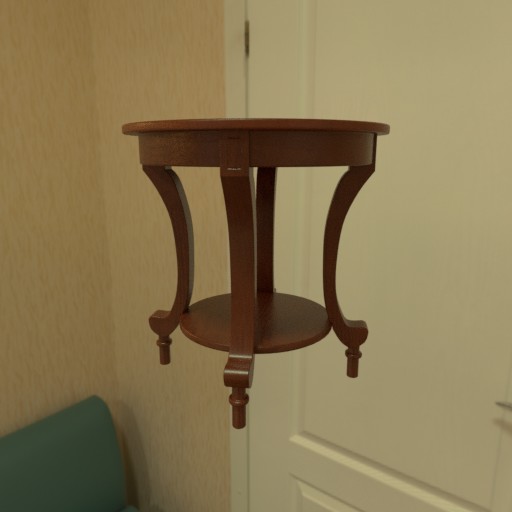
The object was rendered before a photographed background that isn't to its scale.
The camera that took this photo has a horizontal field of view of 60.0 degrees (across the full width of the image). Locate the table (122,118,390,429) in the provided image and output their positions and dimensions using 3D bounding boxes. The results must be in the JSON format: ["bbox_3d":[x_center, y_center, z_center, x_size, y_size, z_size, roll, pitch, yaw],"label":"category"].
[{"bbox_3d":[0.000,0.000,1.097,0.597,0.612,0.597,0,13,0],"label":"table"}]
